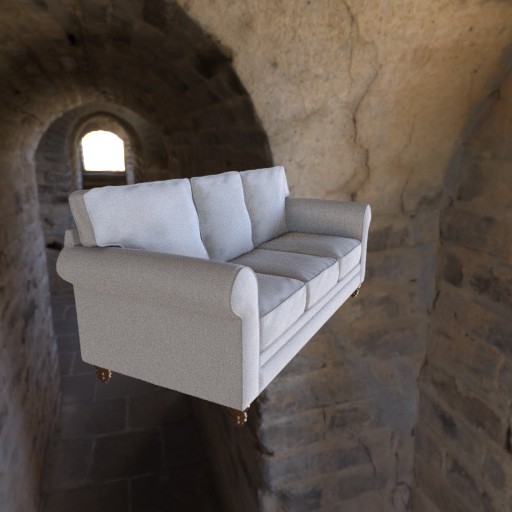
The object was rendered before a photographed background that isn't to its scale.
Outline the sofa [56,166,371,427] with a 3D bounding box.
[{"bbox_3d":[0.000,0.000,2.650,0.916,0.961,2.084,7,16,26],"label":"sofa"}]
